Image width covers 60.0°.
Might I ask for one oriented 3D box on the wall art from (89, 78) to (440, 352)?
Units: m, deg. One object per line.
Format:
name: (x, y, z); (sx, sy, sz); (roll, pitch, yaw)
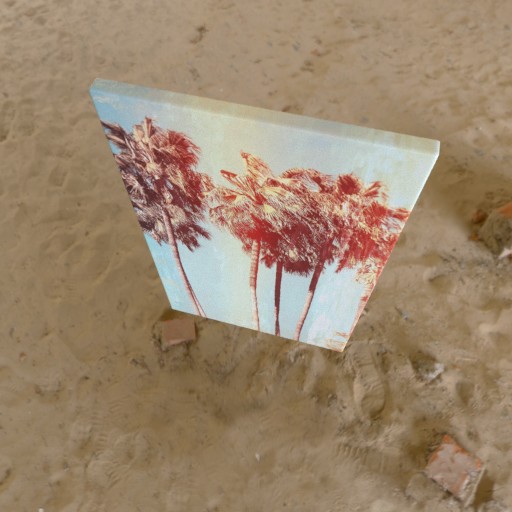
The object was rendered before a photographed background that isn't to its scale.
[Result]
wall art: (0.000, 0.000, 1.134); (0.605, 0.915, 0.037); (13, 59, 8)
